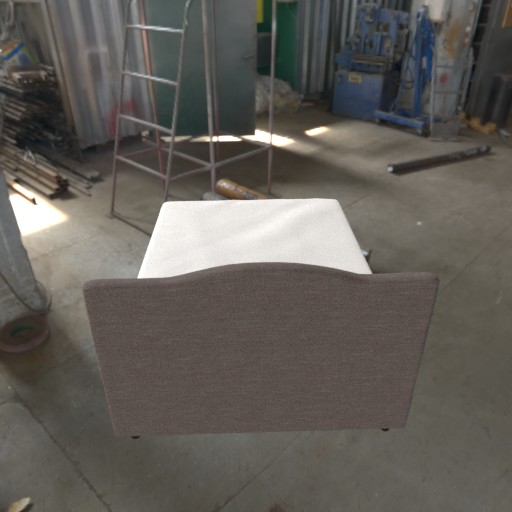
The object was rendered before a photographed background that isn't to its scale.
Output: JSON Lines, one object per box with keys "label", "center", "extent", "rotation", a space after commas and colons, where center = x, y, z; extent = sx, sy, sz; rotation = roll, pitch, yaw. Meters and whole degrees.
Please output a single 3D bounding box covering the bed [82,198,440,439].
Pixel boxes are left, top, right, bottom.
{"label": "bed", "center": [0.000, 0.000, 3.976], "extent": [2.161, 1.457, 2.689], "rotation": [-1, 31, -2]}
